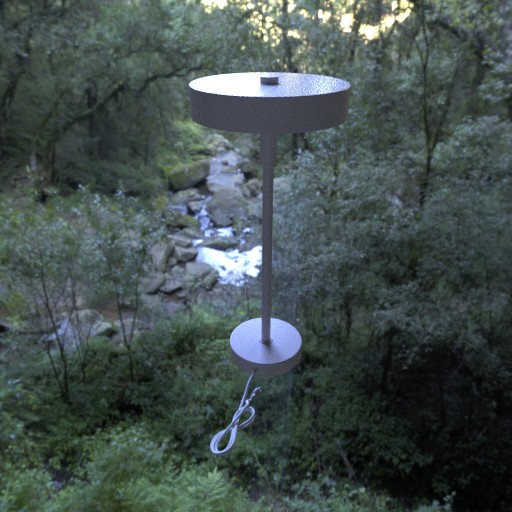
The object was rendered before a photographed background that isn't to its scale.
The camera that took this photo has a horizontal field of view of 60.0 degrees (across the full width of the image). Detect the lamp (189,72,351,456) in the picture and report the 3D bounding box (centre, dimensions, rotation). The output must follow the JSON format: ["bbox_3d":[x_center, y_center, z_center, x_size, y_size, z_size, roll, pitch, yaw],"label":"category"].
[{"bbox_3d":[0.000,0.000,0.693,0.229,0.508,0.369,8,30,14],"label":"lamp"}]
